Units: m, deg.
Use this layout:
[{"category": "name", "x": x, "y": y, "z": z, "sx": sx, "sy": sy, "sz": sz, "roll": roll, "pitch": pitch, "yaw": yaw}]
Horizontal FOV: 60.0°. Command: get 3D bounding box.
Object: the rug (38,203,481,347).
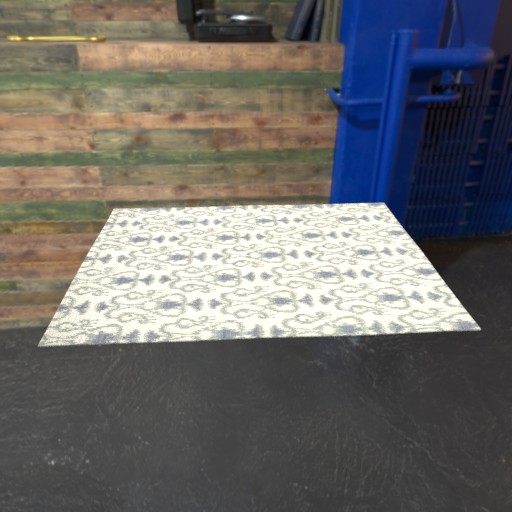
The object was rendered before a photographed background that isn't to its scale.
[{"category": "rug", "x": 0.000, "y": 0.000, "z": 2.965, "sx": 2.261, "sy": 0.013, "sz": 1.676, "roll": -2, "pitch": 30, "yaw": -3}]
